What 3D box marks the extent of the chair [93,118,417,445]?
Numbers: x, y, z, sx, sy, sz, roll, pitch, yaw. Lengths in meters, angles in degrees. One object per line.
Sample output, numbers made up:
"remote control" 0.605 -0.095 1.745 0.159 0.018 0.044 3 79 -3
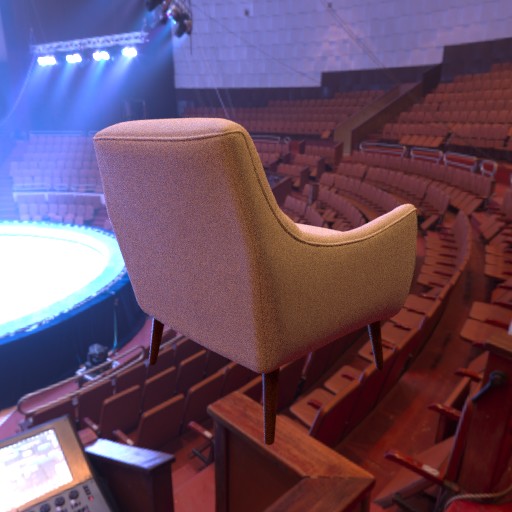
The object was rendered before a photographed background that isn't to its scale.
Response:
"chair" 0.000 0.000 1.443 0.787 0.838 0.762 -14 21 -42
